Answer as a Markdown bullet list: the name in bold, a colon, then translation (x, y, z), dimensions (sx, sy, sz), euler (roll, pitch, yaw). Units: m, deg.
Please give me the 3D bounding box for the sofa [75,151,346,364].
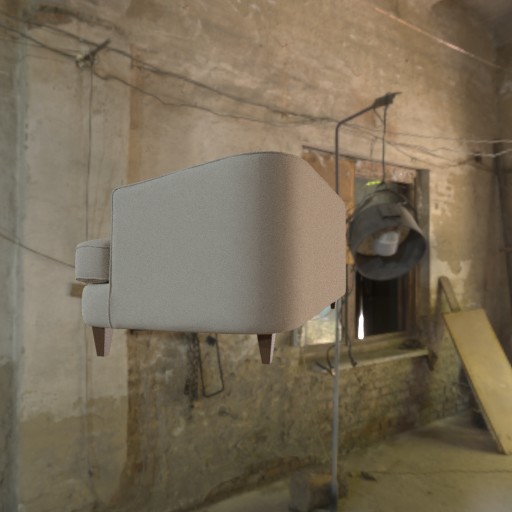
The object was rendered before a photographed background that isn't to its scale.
- **sofa**: translation (0.000, 0.000, 2.790), dimensions (0.941, 0.855, 2.278), euler (0, 0, 18)
